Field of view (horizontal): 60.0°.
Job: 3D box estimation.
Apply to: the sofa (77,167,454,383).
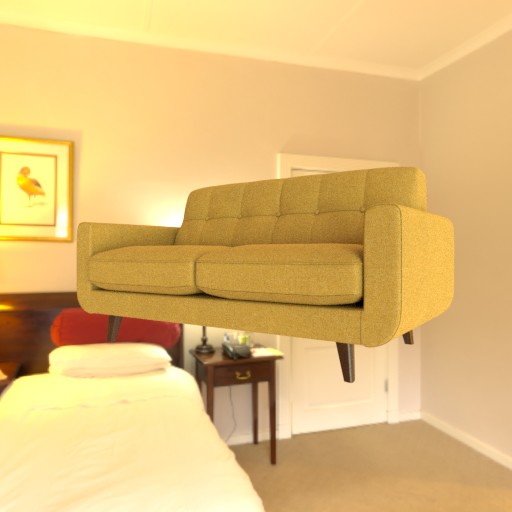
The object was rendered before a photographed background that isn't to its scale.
[{"bbox_3d":[0.000,0.000,2.147,1.631,0.841,0.909,0,0,34],"label":"sofa"}]
